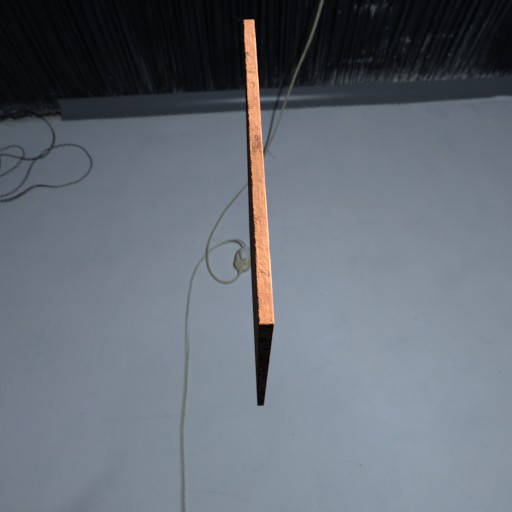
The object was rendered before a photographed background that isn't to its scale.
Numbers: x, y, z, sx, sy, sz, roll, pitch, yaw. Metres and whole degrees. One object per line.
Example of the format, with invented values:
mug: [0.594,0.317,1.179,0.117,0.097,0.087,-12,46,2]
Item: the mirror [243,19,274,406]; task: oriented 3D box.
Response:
mirror: [0.000,0.000,1.439,0.028,1.099,0.796,-2,64,-1]
